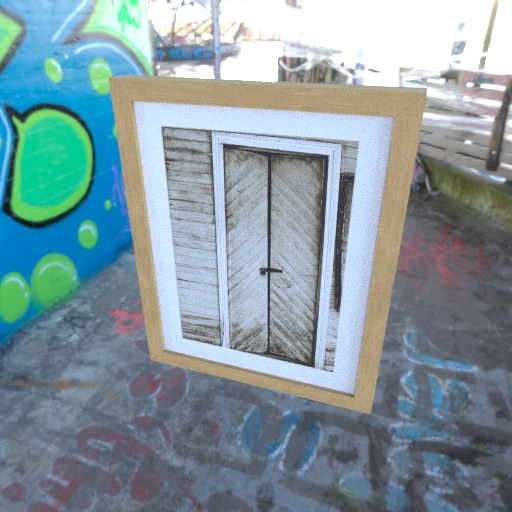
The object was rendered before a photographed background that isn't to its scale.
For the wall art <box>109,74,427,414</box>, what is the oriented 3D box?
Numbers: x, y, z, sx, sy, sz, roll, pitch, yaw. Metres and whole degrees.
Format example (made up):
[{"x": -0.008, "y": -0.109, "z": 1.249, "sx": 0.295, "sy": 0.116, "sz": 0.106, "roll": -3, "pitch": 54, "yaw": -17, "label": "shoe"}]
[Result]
[{"x": 0.000, "y": 0.000, "z": 0.517, "sx": 0.312, "sy": 0.380, "sz": 0.030, "roll": 9, "pitch": 30, "yaw": 16, "label": "wall art"}]
